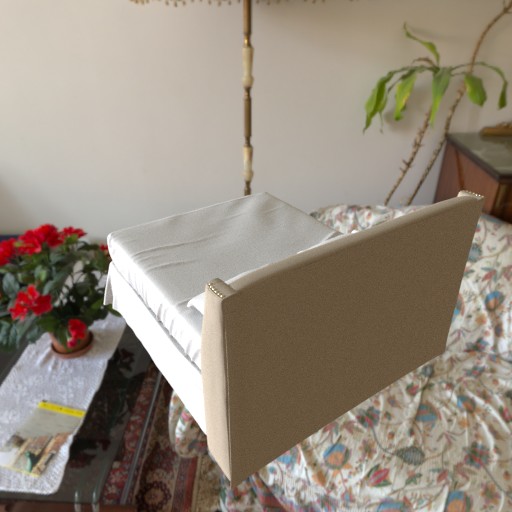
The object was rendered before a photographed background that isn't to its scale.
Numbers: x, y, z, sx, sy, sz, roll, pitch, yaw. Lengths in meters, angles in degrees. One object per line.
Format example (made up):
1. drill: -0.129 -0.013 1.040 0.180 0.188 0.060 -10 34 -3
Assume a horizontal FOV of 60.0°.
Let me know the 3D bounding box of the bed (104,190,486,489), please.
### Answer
1. bed: 0.000 0.000 3.377 1.925 1.332 2.276 -19 35 -29
